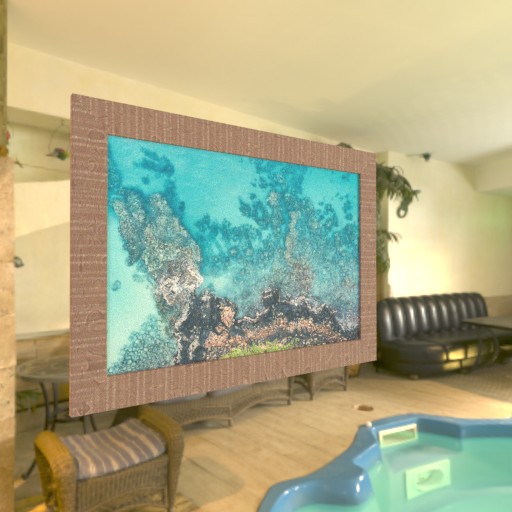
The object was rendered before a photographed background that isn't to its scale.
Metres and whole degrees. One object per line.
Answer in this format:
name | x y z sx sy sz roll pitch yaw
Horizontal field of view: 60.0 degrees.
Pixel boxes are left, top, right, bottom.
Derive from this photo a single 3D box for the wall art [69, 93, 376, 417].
wall art | 0.000 0.000 1.341 1.056 0.761 0.020 0 -1 -34
